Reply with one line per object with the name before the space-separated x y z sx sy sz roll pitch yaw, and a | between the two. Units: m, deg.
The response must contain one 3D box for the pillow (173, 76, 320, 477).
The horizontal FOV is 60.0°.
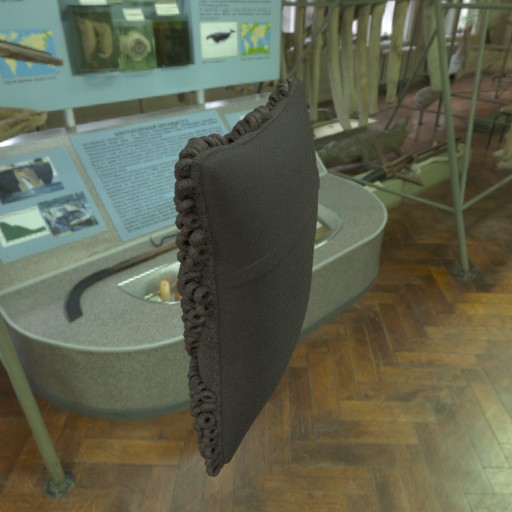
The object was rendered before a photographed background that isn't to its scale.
pillow | 0.000 0.000 0.695 0.172 0.467 0.470 9 32 14
